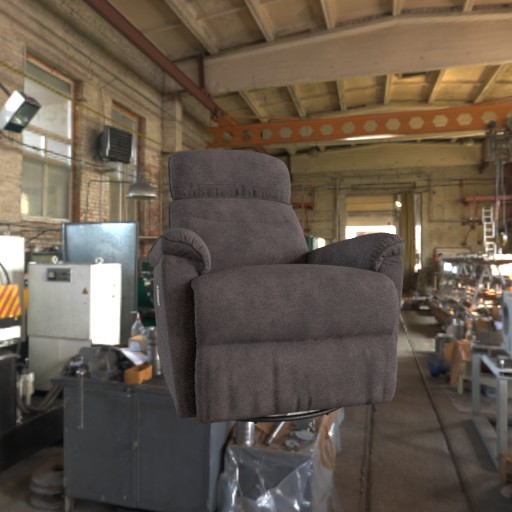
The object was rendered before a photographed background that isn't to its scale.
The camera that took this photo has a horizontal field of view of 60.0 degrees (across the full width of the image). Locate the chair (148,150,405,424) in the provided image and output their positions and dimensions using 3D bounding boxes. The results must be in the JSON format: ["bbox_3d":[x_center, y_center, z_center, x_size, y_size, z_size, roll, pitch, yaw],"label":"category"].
[{"bbox_3d":[0.000,0.000,1.761,0.830,1.035,1.009,0,0,-18],"label":"chair"}]
